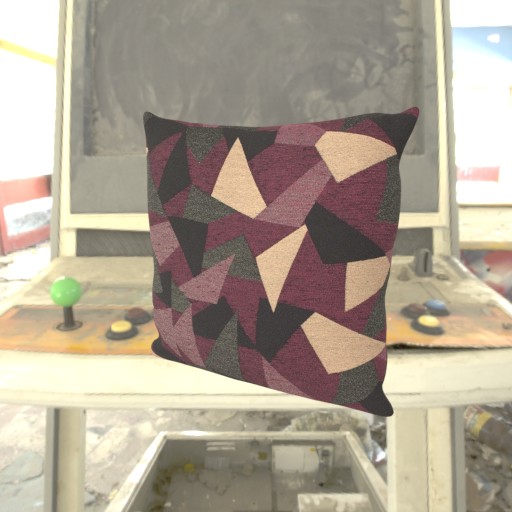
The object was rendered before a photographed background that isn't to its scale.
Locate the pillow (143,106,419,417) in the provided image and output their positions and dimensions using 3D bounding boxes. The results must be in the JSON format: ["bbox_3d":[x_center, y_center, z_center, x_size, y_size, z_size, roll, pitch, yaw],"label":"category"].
[{"bbox_3d":[0.000,0.000,0.775,0.503,0.496,0.208,7,16,26],"label":"pillow"}]
